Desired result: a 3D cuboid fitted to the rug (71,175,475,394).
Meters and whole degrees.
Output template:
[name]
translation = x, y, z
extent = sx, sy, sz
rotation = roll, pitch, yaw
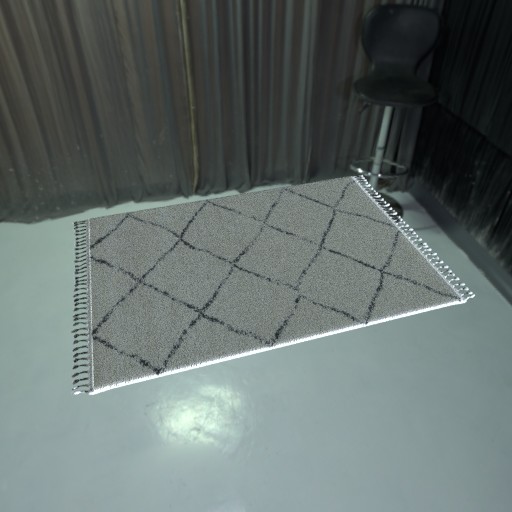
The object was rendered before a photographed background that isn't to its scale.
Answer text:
[rug]
translation = 0.000, 0.000, 2.902
extent = 2.307, 0.031, 1.494
rotation = -11, 42, -13
